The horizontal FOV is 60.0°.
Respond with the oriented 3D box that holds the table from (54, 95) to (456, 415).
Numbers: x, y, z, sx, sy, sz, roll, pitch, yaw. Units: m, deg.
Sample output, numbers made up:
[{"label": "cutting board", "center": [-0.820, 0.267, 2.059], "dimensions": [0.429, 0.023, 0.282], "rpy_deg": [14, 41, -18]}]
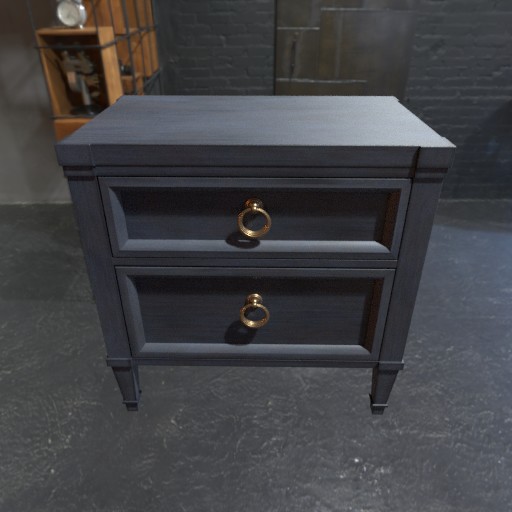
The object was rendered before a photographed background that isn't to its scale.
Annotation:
[{"label": "table", "center": [0.000, 0.000, 1.066], "dimensions": [0.660, 0.660, 0.413], "rpy_deg": [0, 31, 1]}]
